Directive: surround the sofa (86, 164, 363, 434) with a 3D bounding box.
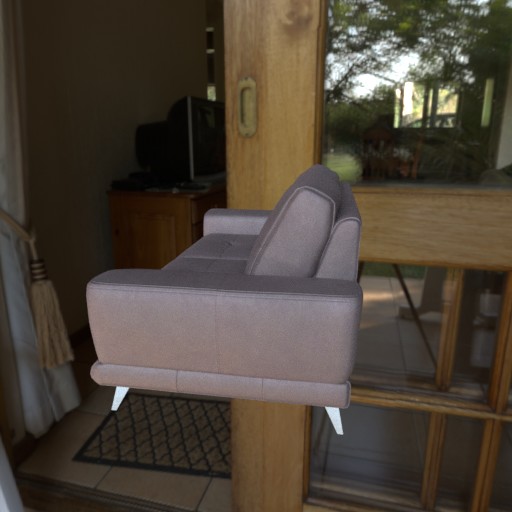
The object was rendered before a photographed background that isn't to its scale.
[{"bbox_3d":[0.000,0.000,2.391,1.018,0.907,1.806,3,15,9],"label":"sofa"}]
